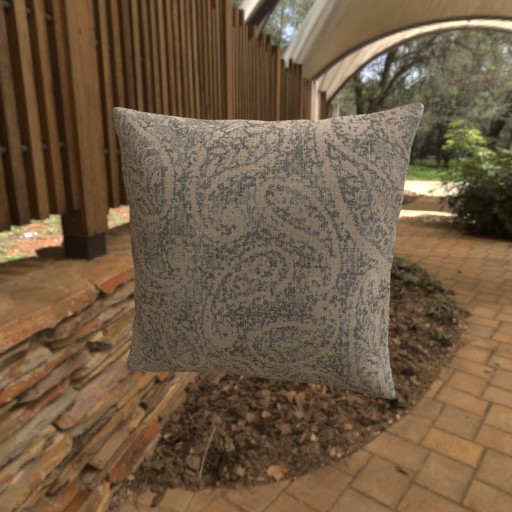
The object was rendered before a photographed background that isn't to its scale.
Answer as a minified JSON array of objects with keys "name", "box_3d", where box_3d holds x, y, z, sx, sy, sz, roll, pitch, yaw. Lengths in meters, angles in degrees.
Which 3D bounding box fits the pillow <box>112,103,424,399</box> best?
[{"name":"pillow","box_3d":[0.000,0.000,0.789,0.523,0.510,0.166,3,15,10]}]
